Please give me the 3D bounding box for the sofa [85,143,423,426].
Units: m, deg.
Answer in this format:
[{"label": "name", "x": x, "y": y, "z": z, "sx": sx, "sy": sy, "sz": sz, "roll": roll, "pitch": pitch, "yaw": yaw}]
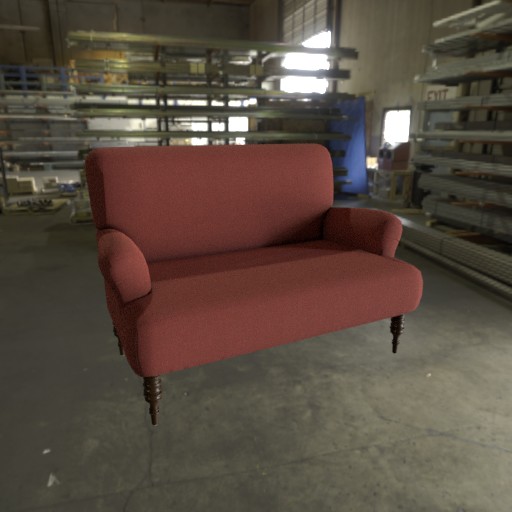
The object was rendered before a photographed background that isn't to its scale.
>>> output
[{"label": "sofa", "x": 0.000, "y": 0.000, "z": 1.871, "sx": 1.297, "sy": 0.889, "sz": 0.779, "roll": -8, "pitch": 18, "yaw": -26}]
